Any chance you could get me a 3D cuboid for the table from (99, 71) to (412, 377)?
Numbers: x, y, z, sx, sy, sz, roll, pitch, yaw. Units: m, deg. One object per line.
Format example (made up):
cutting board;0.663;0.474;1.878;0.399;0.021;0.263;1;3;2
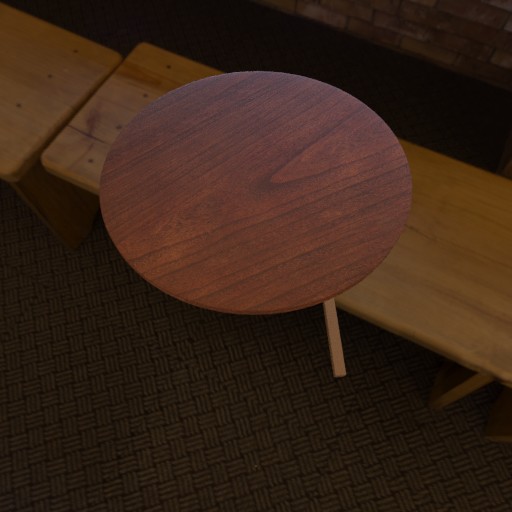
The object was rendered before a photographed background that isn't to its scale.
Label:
table;0.000;0.000;1.144;0.577;0.706;0.530;-4;65;-2
